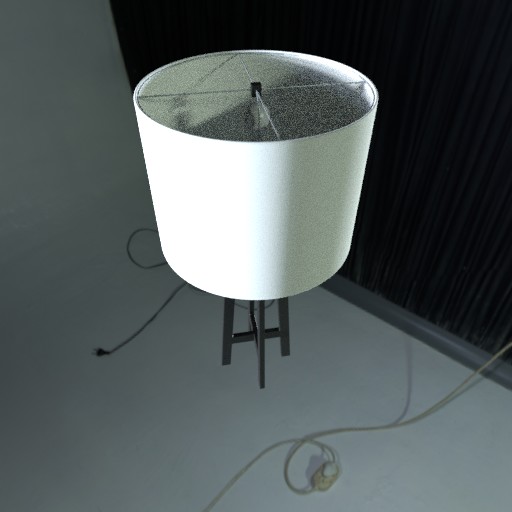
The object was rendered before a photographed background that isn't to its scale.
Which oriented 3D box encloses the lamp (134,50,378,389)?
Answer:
[{"bbox_3d":[0.000,0.000,0.634,0.257,0.489,0.257,25,47,25],"label":"lamp"}]
